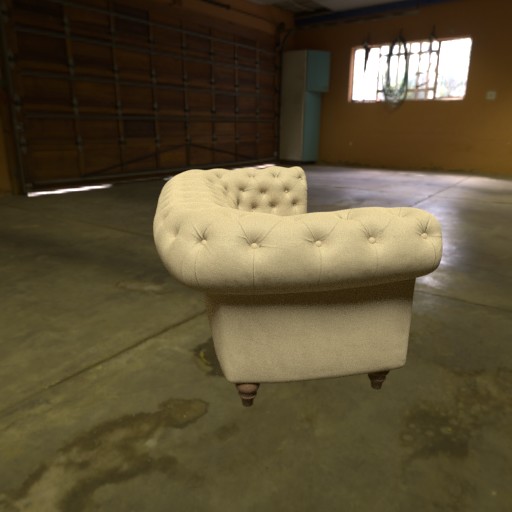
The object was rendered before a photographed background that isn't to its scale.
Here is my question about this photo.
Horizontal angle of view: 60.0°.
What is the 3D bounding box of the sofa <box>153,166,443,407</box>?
[{"bbox_3d":[0.000,0.000,2.495,1.069,0.835,1.988,-3,17,-9],"label":"sofa"}]
